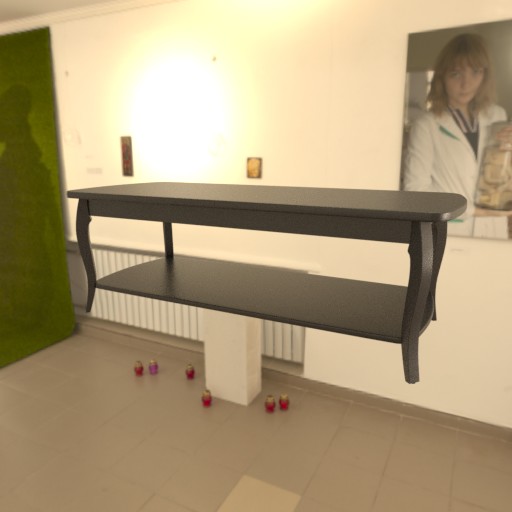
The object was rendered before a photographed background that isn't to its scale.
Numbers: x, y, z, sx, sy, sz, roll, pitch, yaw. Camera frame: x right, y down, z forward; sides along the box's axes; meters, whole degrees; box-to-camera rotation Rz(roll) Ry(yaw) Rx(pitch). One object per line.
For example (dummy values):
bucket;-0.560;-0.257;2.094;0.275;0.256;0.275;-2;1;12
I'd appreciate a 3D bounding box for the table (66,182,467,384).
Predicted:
table;0.000;0.000;1.593;1.333;0.457;0.571;7;15;26
